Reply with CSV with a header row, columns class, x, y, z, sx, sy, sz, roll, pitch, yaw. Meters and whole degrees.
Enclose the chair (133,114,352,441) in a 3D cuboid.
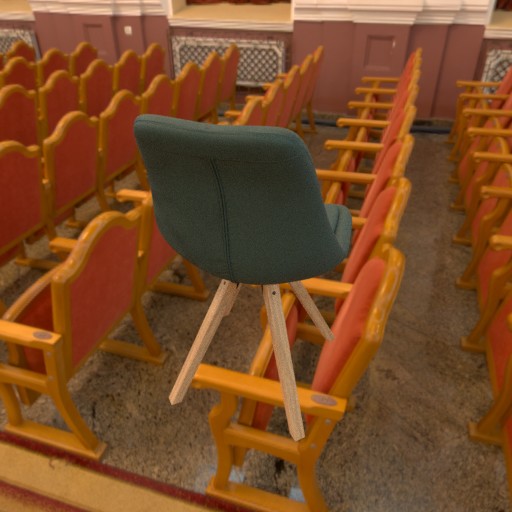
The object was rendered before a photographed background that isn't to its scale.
class,x,y,z,sx,sy,sz,roll,pitch,yaw
chair,0.000,0.000,1.198,0.483,0.865,0.547,10,35,15
